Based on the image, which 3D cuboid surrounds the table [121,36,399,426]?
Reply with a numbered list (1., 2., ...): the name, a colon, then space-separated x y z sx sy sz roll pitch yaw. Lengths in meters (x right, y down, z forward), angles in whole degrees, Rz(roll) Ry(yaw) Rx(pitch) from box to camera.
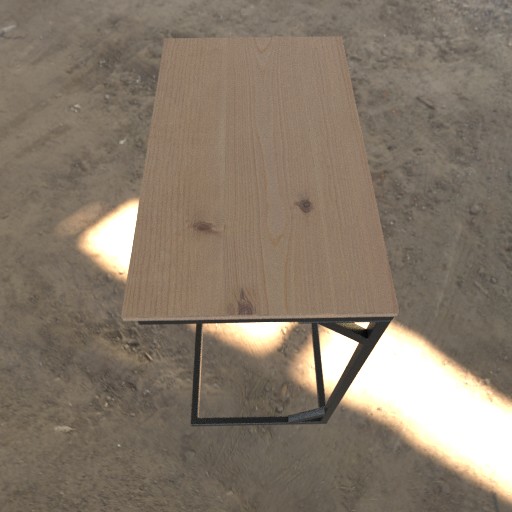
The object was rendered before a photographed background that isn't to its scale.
1. table: 0.000 0.000 1.001 0.351 0.673 0.597 -1 58 -1
